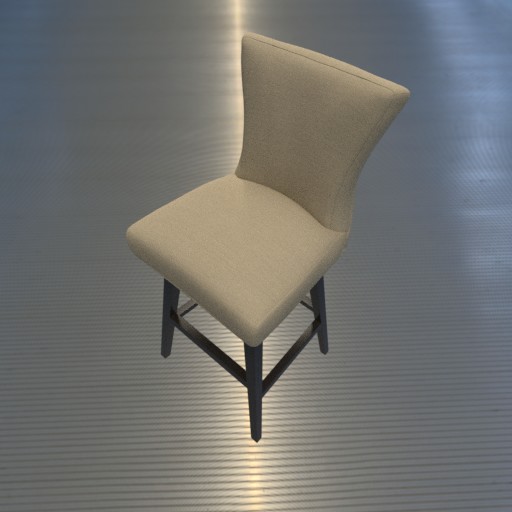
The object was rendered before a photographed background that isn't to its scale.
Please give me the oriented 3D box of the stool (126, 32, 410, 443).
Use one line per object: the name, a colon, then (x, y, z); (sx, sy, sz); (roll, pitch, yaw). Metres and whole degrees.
stool: (0.000, 0.000, 1.383); (0.514, 1.086, 0.574); (34, 56, 27)
